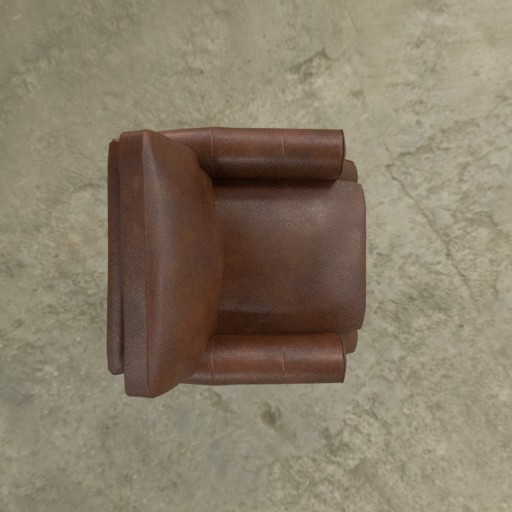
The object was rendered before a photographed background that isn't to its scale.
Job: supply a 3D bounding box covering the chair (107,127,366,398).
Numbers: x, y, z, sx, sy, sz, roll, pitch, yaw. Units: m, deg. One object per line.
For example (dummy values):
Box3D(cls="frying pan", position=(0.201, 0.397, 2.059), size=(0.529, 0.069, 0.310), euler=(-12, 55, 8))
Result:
Box3D(cls="chair", position=(0.000, 0.000, 1.786), size=(0.992, 0.972, 0.989), euler=(0, 89, 0))
